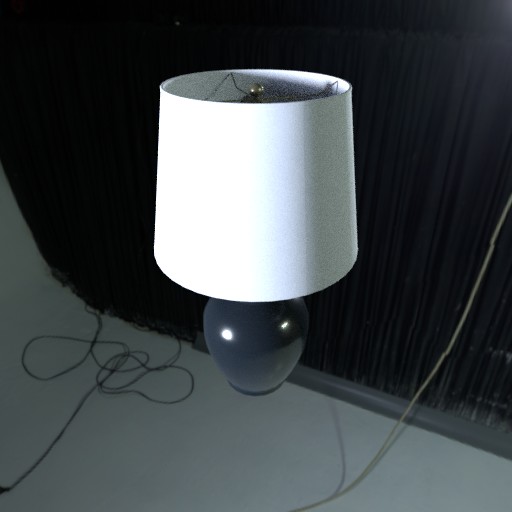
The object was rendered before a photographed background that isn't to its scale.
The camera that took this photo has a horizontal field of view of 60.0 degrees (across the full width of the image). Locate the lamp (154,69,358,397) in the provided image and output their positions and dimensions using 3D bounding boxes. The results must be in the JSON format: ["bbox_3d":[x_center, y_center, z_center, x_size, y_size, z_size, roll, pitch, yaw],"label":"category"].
[{"bbox_3d":[0.000,0.000,0.543,0.239,0.399,0.239,0,31,0],"label":"lamp"}]
